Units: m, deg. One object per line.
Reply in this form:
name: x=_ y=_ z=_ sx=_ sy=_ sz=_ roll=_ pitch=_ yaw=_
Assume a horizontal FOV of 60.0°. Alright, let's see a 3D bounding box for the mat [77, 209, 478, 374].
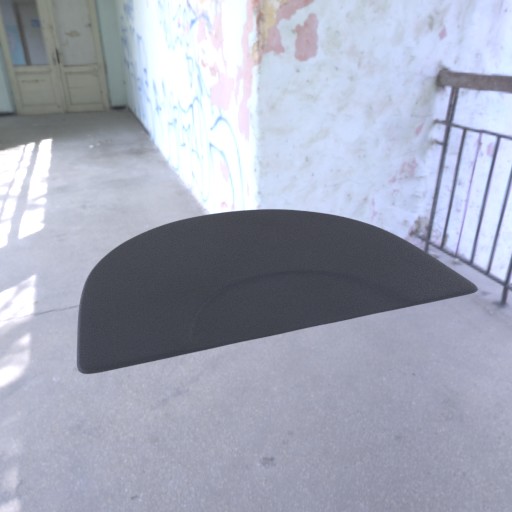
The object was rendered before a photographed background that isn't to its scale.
mat: x=0.000 y=0.000 z=1.619 sx=1.220 sy=0.016 sz=0.917 roll=-9 pitch=28 yaw=-17
